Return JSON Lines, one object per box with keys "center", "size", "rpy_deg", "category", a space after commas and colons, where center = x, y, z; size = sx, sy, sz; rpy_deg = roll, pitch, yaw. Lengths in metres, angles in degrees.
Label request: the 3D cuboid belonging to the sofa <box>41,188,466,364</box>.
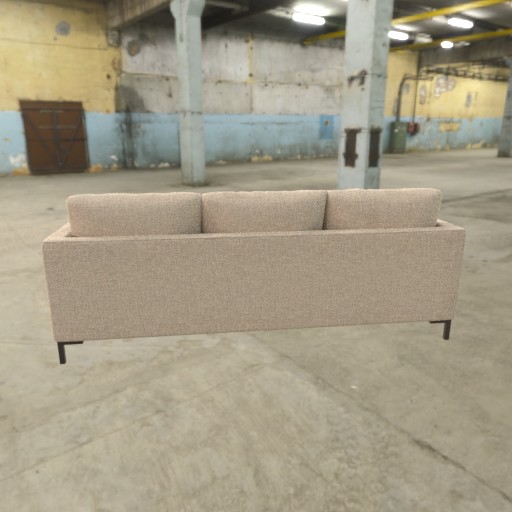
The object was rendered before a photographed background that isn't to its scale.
{"center": [0.000, 0.000, 2.734], "size": [2.218, 0.874, 0.859], "rpy_deg": [-2, 16, -7], "category": "sofa"}
